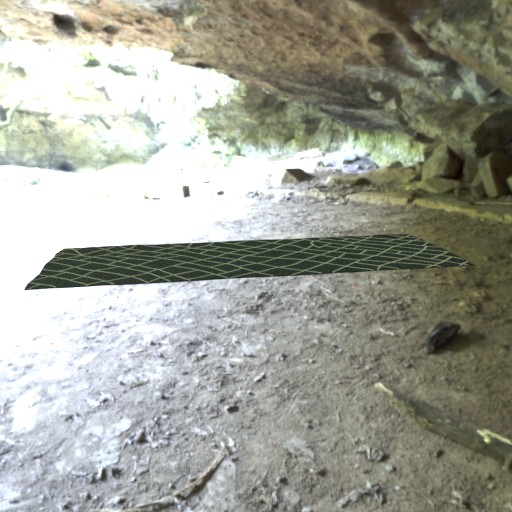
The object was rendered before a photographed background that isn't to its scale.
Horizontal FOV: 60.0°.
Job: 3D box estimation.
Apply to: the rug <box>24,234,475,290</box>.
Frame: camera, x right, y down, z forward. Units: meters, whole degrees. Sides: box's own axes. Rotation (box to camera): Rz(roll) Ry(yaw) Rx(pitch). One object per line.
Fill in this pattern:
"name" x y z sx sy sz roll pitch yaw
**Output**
"rug" 0.000 0.000 2.748 2.476 0.010 0.807 -3 16 -9
